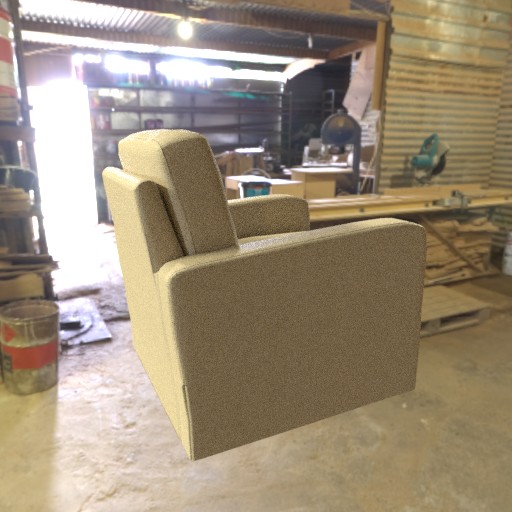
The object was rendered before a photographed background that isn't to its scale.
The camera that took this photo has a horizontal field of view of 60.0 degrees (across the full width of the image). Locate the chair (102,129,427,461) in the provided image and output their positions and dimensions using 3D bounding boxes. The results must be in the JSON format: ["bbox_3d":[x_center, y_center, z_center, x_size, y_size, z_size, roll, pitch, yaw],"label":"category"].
[{"bbox_3d":[0.000,0.000,1.510,0.888,0.827,0.755,-7,17,-25],"label":"chair"}]
